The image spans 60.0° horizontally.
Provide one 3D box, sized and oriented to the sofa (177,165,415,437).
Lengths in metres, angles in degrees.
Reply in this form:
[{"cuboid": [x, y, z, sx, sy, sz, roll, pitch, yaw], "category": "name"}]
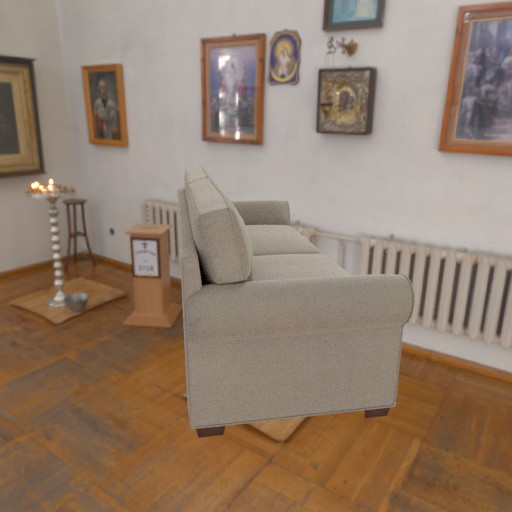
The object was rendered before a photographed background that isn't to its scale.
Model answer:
[{"cuboid": [0.000, 0.000, 2.676, 0.901, 0.962, 2.146, -3, 16, -10], "category": "sofa"}]
